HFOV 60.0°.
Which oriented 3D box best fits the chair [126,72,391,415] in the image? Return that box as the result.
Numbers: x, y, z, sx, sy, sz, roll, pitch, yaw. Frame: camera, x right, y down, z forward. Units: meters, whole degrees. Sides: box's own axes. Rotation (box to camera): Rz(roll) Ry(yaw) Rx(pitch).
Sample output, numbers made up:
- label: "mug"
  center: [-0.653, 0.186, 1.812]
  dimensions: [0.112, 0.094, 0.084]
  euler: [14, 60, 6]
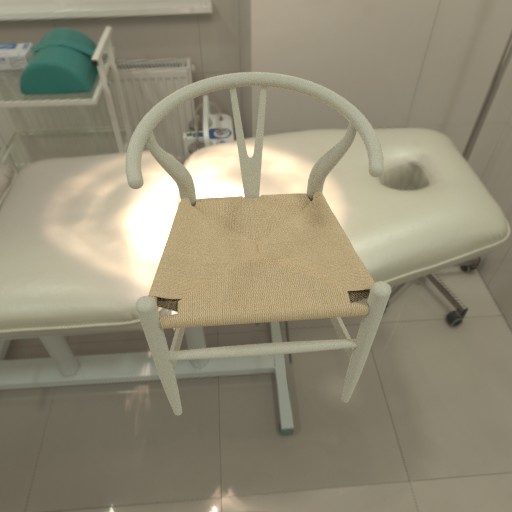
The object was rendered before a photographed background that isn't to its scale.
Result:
- label: "chair"
  center: [0.000, 0.000, 1.131]
  dimensions: [0.533, 0.736, 0.500]
  euler: [-3, 47, -3]
